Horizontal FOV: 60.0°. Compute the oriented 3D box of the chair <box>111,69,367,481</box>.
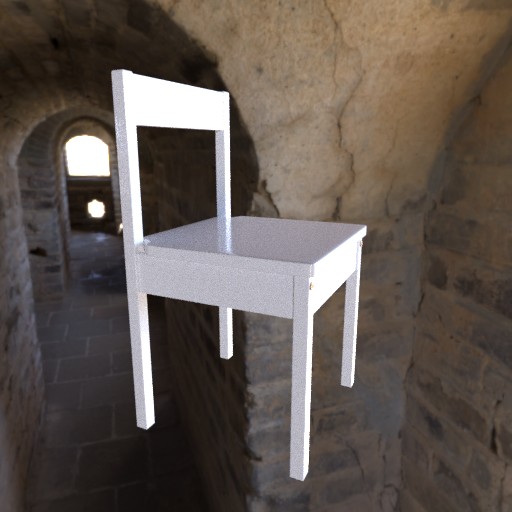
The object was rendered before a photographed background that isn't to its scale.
[{"bbox_3d":[0.000,0.000,0.887,0.361,0.668,0.367,7,15,25],"label":"chair"}]
